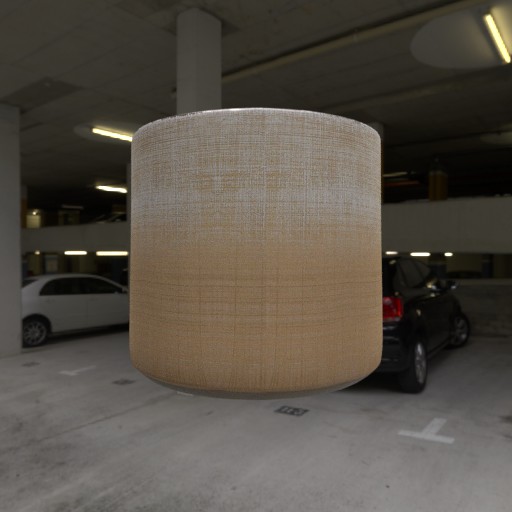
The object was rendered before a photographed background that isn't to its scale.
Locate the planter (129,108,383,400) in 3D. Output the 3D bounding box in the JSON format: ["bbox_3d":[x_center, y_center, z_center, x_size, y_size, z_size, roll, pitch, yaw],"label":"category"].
[{"bbox_3d":[0.000,0.000,0.402,0.221,0.201,0.221,0,1,0],"label":"planter"}]
